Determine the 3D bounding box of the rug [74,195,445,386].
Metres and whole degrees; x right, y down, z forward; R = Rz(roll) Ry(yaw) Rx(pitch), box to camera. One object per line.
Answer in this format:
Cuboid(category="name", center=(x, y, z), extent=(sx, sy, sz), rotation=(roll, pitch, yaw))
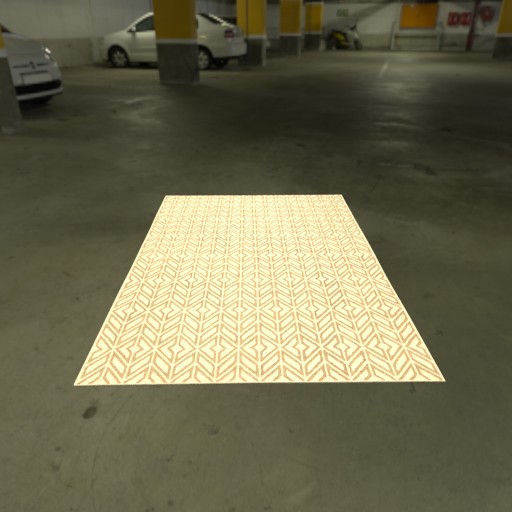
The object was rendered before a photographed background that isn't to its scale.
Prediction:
Cuboid(category="rug", center=(0.000, 0.000, 2.263), extent=(1.220, 0.007, 1.828), rotation=(0, 27, -1))
